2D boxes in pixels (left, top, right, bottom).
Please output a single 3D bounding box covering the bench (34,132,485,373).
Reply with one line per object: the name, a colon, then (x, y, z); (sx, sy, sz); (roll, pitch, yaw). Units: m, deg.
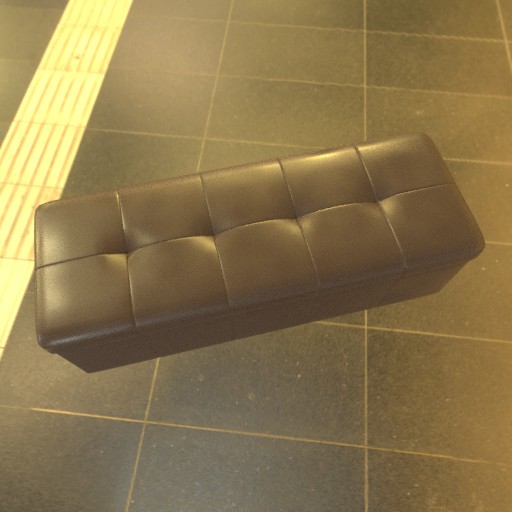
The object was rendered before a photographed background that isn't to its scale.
bench: (0.000, 0.000, 1.411); (1.219, 0.417, 0.450); (-12, 64, -6)
